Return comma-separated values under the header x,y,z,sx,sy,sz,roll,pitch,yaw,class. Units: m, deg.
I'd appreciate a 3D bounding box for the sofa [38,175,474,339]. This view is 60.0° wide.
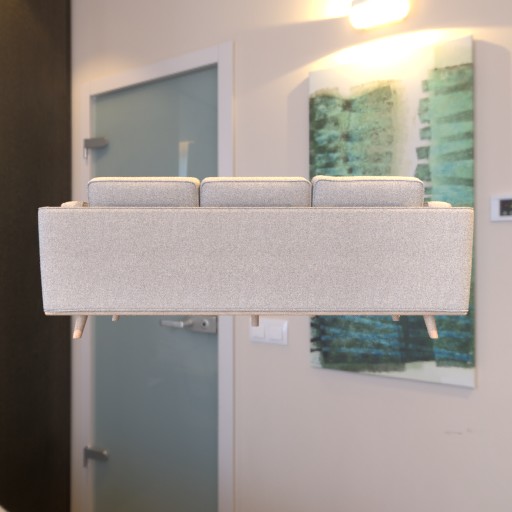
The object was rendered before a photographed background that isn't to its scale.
x,y,z,sx,sy,sz,roll,pitch,yaw,class
0.000,0.000,3.180,2.411,0.929,1.604,0,0,0,sofa
